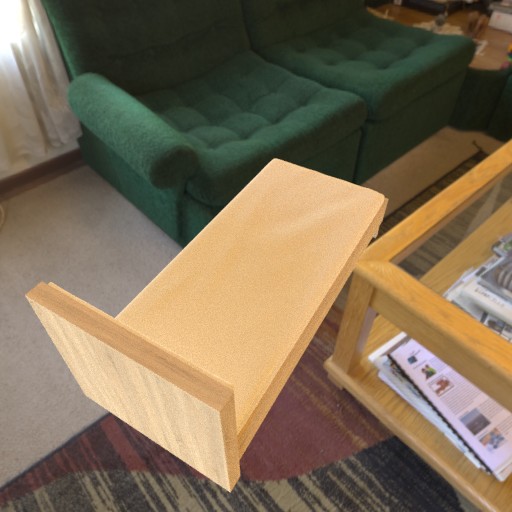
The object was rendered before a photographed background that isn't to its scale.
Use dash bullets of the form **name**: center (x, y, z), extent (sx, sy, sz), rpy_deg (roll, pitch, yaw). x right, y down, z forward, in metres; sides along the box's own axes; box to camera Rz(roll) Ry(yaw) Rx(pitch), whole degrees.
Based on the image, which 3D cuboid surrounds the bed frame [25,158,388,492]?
- **bed frame**: center (0.000, 0.000, 2.659), extent (0.990, 0.920, 2.140), rpy_deg (23, 51, 21)
